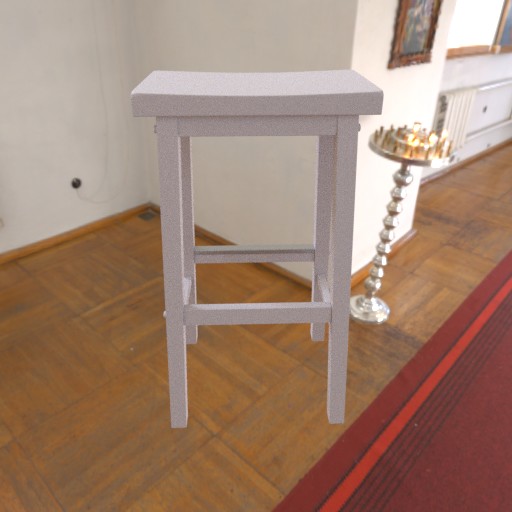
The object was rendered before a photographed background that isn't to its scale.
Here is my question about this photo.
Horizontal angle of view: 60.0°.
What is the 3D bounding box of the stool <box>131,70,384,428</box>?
[{"bbox_3d":[0.000,0.000,0.991,0.406,0.742,0.322,-1,31,-2],"label":"stool"}]
